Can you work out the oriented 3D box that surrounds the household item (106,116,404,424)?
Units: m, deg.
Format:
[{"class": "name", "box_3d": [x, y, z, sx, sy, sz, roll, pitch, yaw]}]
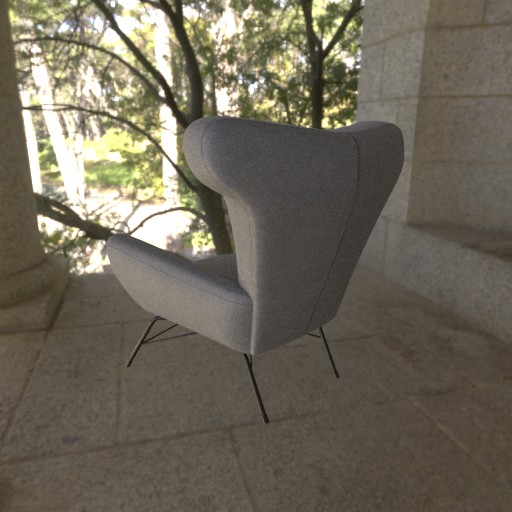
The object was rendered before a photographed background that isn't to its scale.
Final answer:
[{"class": "household item", "box_3d": [0.000, 0.000, 1.788, 0.980, 1.050, 0.900, -15, 21, -42]}]
